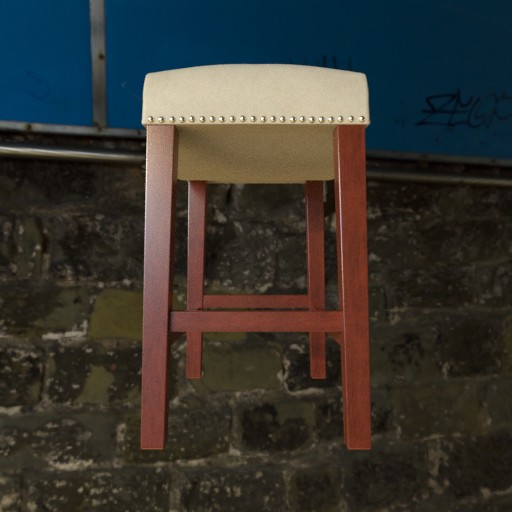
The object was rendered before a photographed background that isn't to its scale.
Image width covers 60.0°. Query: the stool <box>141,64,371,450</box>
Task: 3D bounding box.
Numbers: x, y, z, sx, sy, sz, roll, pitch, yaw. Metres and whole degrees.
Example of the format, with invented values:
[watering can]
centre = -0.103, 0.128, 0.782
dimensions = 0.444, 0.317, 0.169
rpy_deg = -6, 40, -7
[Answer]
[stool]
centre = 0.000, 0.000, 0.955
dimensions = 0.375, 0.632, 0.509
rpy_deg = 0, -2, 0
